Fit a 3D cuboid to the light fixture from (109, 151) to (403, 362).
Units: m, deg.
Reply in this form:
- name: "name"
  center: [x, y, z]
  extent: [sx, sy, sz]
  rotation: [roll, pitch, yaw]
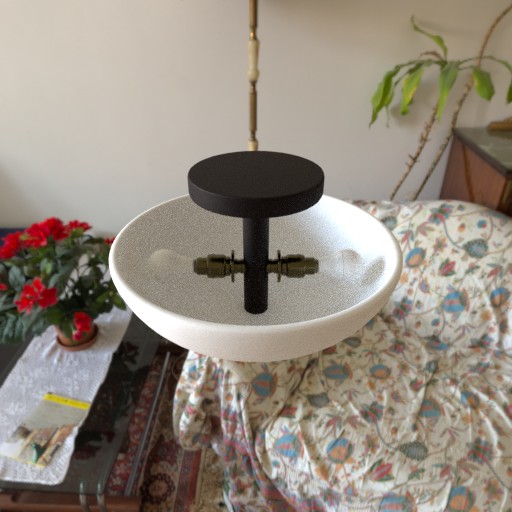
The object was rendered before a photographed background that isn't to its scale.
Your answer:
- name: "light fixture"
  center: [0.000, 0.000, 0.529]
  extent: [0.331, 0.212, 0.331]
  rotation: [0, 31, 0]
